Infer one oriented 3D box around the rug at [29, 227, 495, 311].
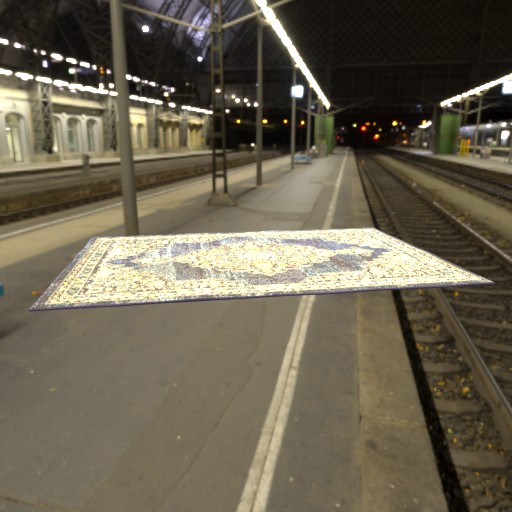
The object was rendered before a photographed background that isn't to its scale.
[{"bbox_3d":[0.000,0.000,2.217,1.781,0.012,1.184,-2,15,-9],"label":"rug"}]
